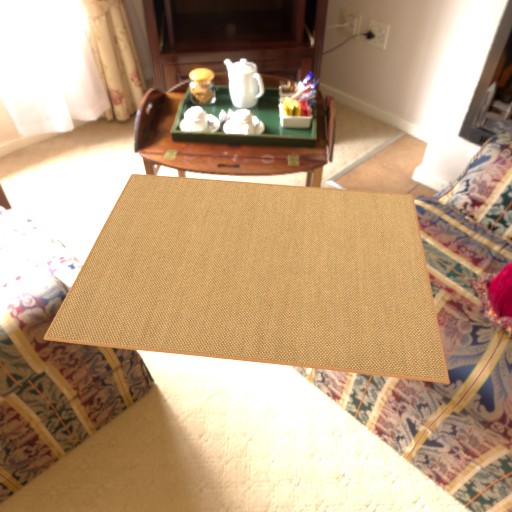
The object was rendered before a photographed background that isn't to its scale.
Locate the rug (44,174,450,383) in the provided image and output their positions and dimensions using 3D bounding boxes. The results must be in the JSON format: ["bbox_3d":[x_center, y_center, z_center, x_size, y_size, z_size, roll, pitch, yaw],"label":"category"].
[{"bbox_3d":[0.000,0.000,2.819,2.134,0.013,1.524,5,46,5],"label":"rug"}]
